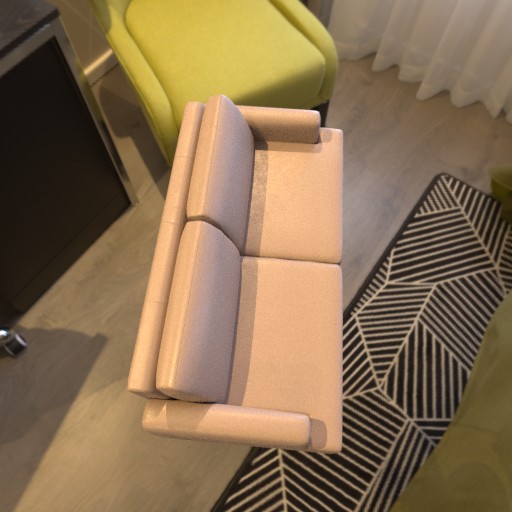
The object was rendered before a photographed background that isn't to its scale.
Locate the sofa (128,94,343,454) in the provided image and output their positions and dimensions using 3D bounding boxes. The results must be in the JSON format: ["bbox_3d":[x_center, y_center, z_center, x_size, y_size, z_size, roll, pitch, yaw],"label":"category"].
[{"bbox_3d":[0.000,0.000,2.462,0.974,0.765,1.940,5,64,2],"label":"sofa"}]
